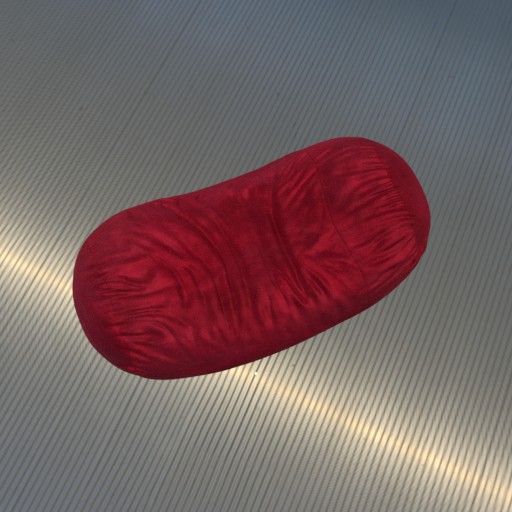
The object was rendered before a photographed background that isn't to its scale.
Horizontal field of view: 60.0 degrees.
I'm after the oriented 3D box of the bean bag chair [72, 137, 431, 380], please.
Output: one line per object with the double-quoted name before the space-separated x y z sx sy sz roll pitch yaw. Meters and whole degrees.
"bean bag chair" 0.000 0.000 2.828 2.293 0.867 1.216 -20 76 -5
